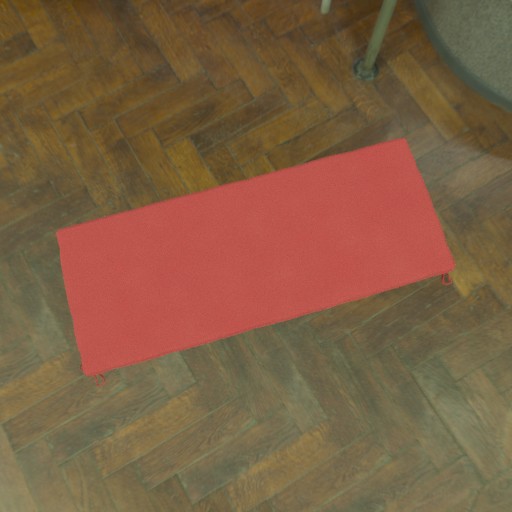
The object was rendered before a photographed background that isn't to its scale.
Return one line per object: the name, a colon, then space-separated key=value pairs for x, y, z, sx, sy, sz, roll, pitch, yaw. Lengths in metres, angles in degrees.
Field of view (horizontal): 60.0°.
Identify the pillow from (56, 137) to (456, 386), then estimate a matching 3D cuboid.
pillow: x=0.000 y=0.000 z=1.367 sx=1.187 sy=0.081 sz=0.492 roll=-16 pitch=77 yaw=-4
